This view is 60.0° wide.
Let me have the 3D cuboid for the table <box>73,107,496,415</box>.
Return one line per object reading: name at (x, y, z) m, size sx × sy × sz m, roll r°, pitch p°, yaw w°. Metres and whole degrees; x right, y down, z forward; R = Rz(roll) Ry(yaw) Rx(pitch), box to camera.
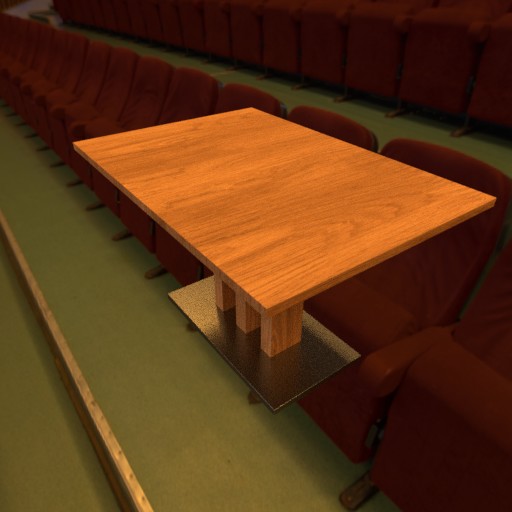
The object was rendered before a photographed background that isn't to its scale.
table at (0.000, 0.000, 1.802) m, size 0.900 × 0.770 × 1.300 m, roll -22°, pitch 39°, yaw -30°
